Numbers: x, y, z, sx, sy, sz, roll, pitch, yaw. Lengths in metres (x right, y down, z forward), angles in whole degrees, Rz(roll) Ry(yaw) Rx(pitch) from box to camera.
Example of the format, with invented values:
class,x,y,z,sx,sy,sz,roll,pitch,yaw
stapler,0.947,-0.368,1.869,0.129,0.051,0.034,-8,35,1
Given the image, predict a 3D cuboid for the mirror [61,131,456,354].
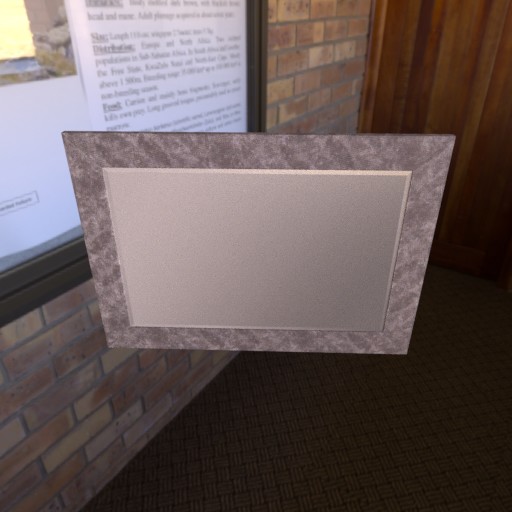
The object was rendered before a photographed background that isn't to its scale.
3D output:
class,x,y,z,sx,sy,sz,roll,pitch,yaw
mirror,0.000,0.000,1.445,1.101,0.795,0.022,1,30,2
